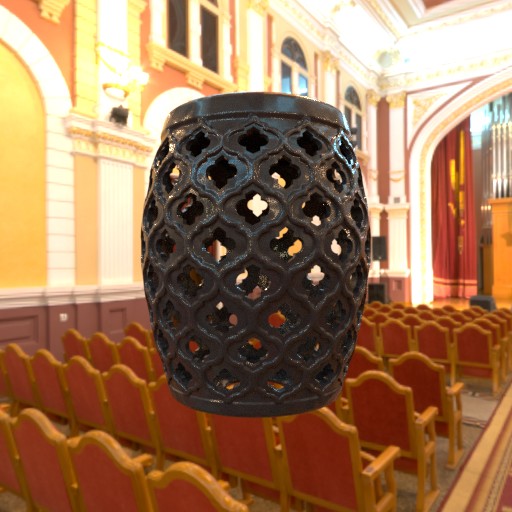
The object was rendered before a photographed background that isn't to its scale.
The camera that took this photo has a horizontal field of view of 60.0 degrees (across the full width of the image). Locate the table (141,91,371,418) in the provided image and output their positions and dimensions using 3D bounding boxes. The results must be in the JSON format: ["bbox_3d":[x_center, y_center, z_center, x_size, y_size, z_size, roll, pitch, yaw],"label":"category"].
[{"bbox_3d":[0.000,0.000,0.645,0.325,0.388,0.325,0,-1,0],"label":"table"}]
